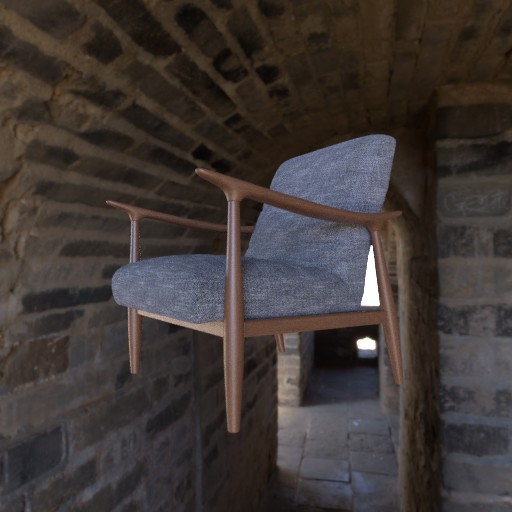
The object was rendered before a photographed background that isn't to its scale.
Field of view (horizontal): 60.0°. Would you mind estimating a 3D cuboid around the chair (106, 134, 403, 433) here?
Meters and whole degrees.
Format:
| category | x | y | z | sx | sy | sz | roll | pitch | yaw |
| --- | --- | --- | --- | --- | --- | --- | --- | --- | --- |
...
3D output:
| category | x | y | z | sx | sy | sz | roll | pitch | yaw |
| --- | --- | --- | --- | --- | --- | --- | --- | --- | --- |
| chair | 0.000 | 0.000 | 1.487 | 0.798 | 0.832 | 0.741 | 0 | -1 | -35 |
